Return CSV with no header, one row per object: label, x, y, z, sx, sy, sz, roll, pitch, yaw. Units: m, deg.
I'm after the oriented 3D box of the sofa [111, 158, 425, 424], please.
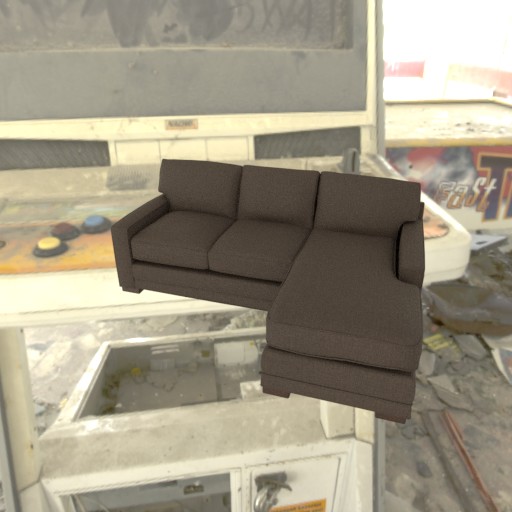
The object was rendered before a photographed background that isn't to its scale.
sofa,0.000,0.000,3.311,2.370,0.973,1.790,8,28,16
